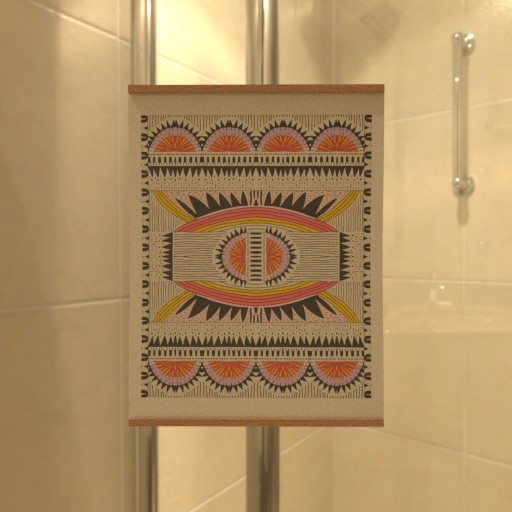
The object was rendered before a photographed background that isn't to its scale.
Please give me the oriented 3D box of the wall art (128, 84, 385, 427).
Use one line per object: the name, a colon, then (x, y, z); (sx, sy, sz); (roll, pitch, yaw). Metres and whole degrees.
wall art: (0.000, 0.000, 1.330); (0.765, 1.016, 0.028); (0, 0, 0)
